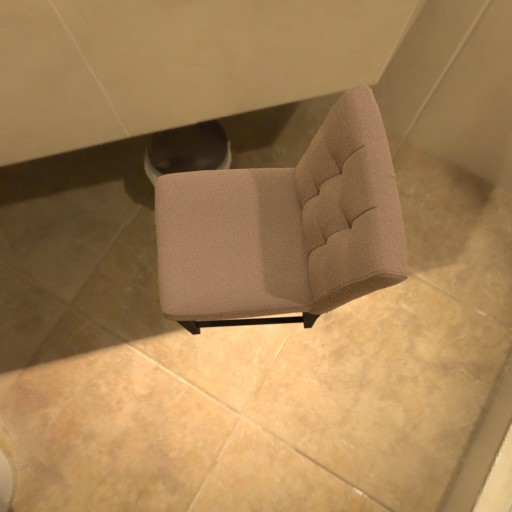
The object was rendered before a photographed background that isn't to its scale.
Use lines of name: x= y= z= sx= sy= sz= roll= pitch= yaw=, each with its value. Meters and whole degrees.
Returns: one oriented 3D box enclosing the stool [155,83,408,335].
stool: x=0.000 y=0.000 z=1.330 sx=0.548 sy=1.047 sz=0.411 roll=-6 pitch=76 yaw=-1
